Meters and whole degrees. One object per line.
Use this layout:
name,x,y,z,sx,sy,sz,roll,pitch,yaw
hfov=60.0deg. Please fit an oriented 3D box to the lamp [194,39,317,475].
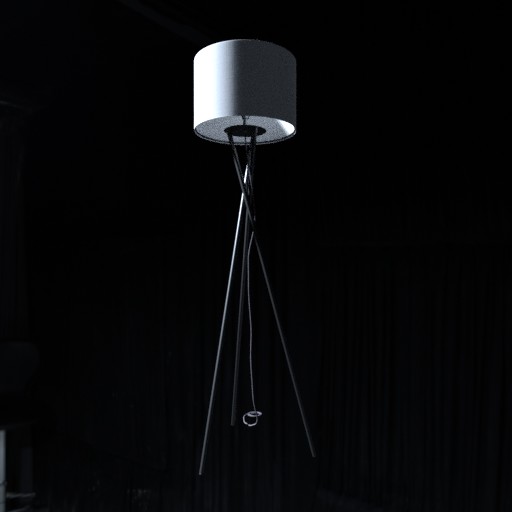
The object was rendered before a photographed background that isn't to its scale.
lamp,0.000,0.000,1.894,0.522,1.624,0.667,0,0,36
